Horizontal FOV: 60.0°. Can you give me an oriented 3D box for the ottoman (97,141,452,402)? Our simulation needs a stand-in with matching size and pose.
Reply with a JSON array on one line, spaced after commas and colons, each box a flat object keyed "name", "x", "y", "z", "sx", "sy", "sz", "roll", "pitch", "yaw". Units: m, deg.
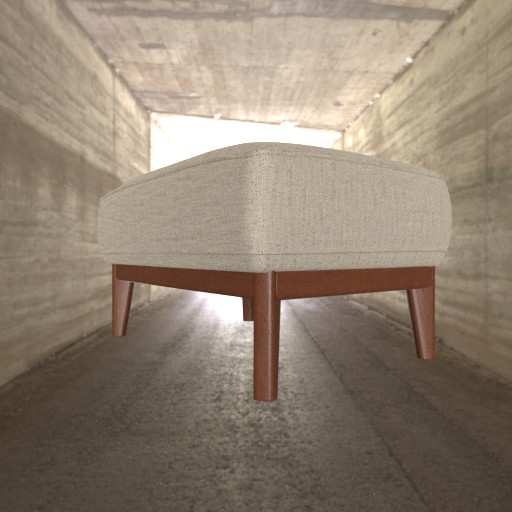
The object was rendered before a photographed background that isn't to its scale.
[{"name": "ottoman", "x": 0.000, "y": 0.000, "z": 1.158, "sx": 0.594, "sy": 0.465, "sz": 0.794, "roll": 0, "pitch": 1, "yaw": -37}]
